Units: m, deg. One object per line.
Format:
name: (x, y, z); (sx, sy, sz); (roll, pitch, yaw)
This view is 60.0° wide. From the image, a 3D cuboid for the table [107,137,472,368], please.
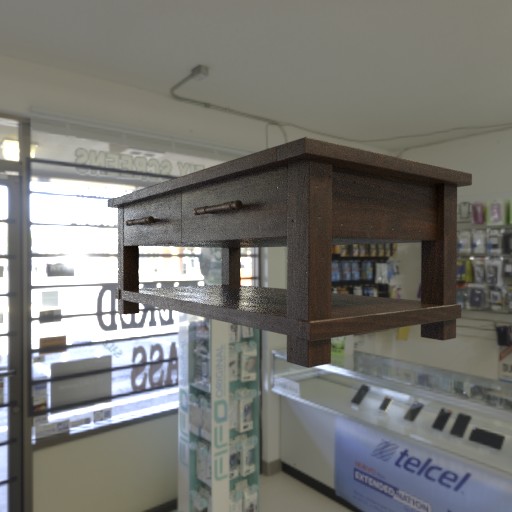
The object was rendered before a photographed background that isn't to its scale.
table: (0.000, 0.000, 1.635); (0.700, 0.494, 1.270); (0, 0, -37)
